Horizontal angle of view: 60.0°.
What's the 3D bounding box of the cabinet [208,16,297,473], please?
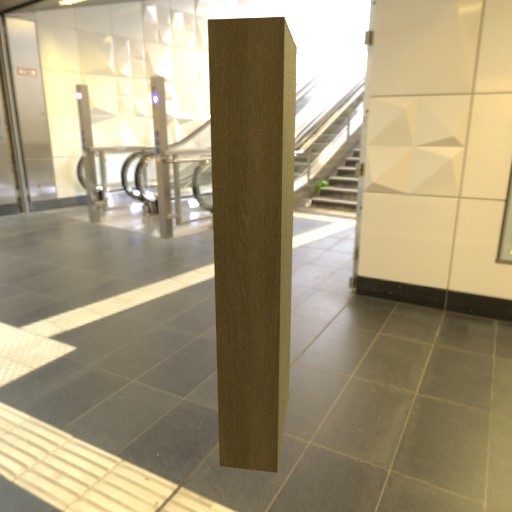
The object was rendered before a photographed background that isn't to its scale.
[{"bbox_3d":[0.000,0.000,1.799,0.255,1.630,0.520,3,16,9],"label":"cabinet"}]
